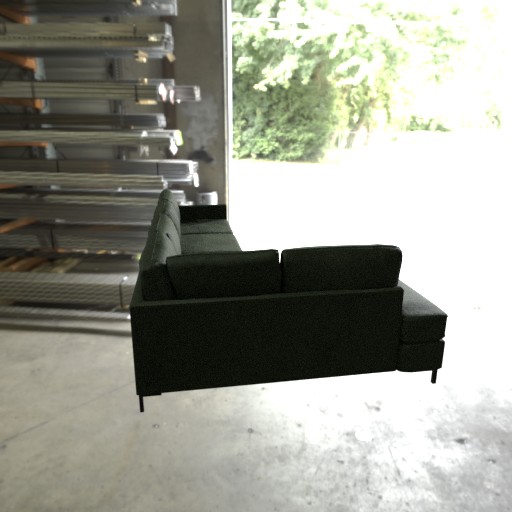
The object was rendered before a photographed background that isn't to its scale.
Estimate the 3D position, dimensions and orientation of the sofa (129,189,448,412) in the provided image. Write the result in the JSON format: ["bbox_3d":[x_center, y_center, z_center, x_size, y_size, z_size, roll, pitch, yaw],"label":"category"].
[{"bbox_3d":[0.000,0.000,4.355,2.048,0.996,3.384,-3,17,-9],"label":"sofa"}]
